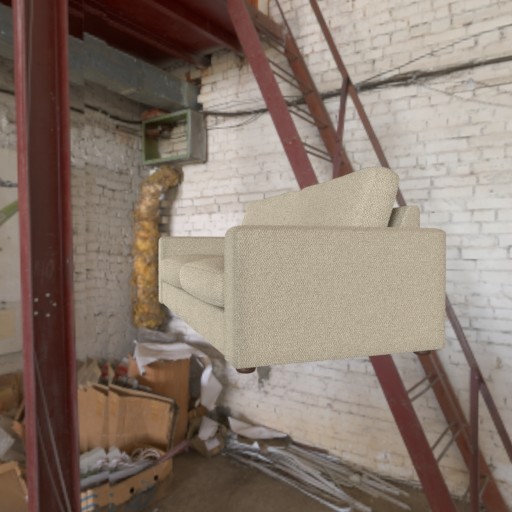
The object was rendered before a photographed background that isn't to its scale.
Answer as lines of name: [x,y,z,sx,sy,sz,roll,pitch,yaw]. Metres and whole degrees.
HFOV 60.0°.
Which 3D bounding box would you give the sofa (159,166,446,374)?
sofa: [0.000,0.000,2.807,1.016,0.873,2.179,0,1,-20]
